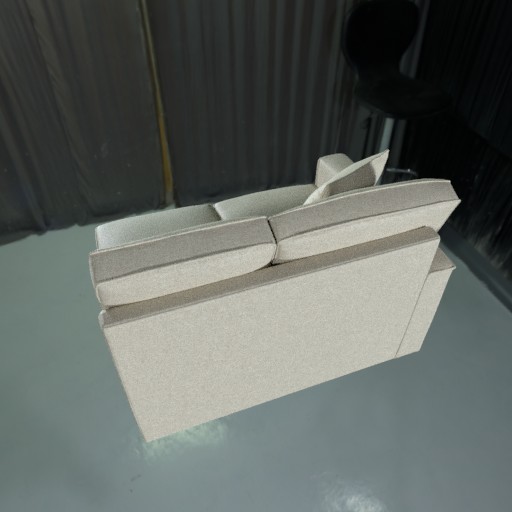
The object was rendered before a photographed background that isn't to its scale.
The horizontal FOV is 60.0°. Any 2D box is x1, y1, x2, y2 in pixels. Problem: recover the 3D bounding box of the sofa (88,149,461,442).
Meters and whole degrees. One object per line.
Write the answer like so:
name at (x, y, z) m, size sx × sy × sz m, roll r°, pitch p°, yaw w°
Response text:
sofa at (0.000, 0.000, 2.047) m, size 1.388 × 0.989 × 0.991 m, roll -14°, pitch 44°, yaw -15°
